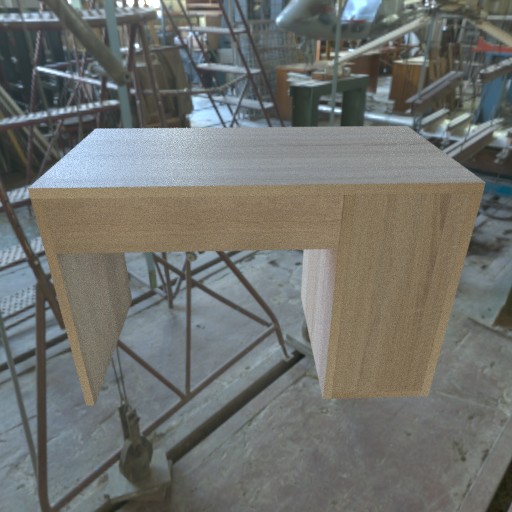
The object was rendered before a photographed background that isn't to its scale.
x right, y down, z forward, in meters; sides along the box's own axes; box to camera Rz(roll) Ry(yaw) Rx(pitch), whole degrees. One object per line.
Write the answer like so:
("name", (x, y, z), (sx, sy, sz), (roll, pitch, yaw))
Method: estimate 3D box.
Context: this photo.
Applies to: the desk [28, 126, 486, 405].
("desk", (0.000, 0.000, 1.505), (1.100, 0.731, 0.600), (-1, 30, -2))
